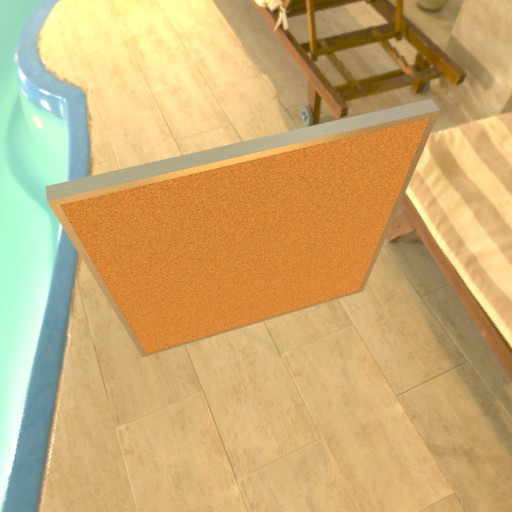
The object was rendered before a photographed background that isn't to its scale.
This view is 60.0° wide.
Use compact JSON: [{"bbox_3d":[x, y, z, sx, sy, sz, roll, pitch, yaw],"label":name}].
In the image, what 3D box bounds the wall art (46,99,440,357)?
[{"bbox_3d":[0.000,0.000,1.217,0.806,0.806,0.038,-15,58,-10],"label":"wall art"}]
